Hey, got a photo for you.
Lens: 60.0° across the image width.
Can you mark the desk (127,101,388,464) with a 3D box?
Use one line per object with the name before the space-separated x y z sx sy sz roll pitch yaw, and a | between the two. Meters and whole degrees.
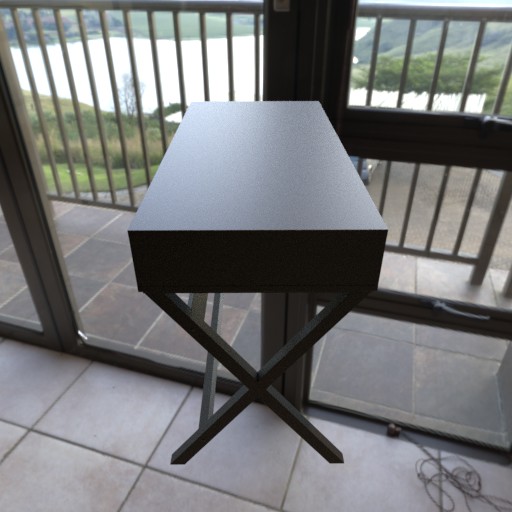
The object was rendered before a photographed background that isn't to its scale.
desk | 0.000 0.000 1.510 0.504 0.780 1.057 0 32 0
